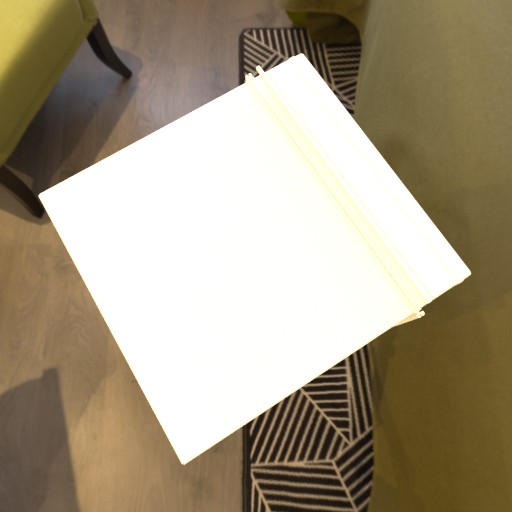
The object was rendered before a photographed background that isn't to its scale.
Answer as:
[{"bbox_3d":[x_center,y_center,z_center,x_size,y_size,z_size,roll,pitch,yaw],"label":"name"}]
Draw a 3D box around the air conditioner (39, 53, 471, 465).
[{"bbox_3d":[0.000,0.000,0.869,0.546,0.388,0.503,-31,77,-8],"label":"air conditioner"}]
